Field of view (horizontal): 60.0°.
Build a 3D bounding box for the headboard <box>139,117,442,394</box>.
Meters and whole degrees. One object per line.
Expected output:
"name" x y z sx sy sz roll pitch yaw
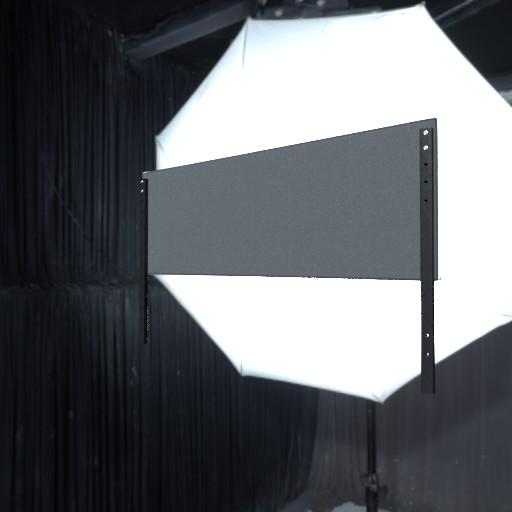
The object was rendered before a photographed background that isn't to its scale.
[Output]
"headboard" 0.000 0.000 2.968 2.362 1.410 0.120 -1 -1 37
